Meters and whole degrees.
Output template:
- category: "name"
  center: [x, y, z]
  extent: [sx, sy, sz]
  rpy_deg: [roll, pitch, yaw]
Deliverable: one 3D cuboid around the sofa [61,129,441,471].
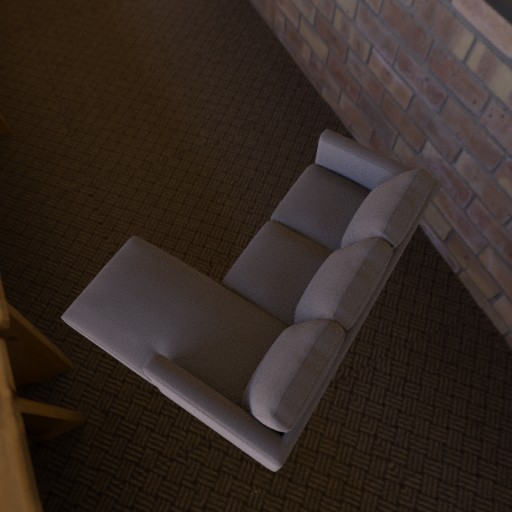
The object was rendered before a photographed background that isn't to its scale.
- category: "sofa"
  center: [0.000, 0.000, 2.921]
  extent: [1.591, 0.897, 2.031]
  rpy_deg: [30, 66, 15]
